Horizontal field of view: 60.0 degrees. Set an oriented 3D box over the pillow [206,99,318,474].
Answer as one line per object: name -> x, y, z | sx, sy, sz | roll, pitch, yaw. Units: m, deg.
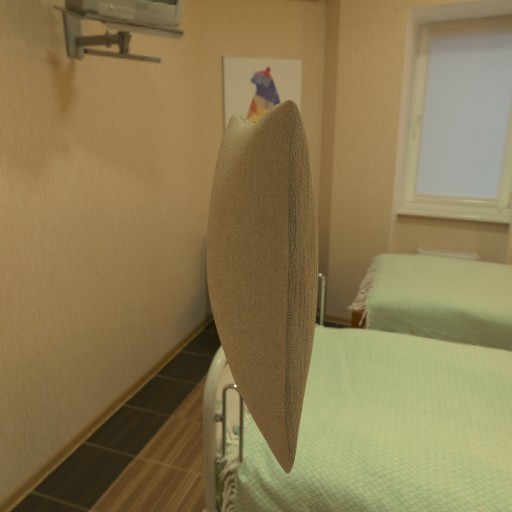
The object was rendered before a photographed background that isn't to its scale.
pillow -> 0.000, 0.000, 0.801 | 0.178, 0.506, 0.512 | -3, 16, -9
